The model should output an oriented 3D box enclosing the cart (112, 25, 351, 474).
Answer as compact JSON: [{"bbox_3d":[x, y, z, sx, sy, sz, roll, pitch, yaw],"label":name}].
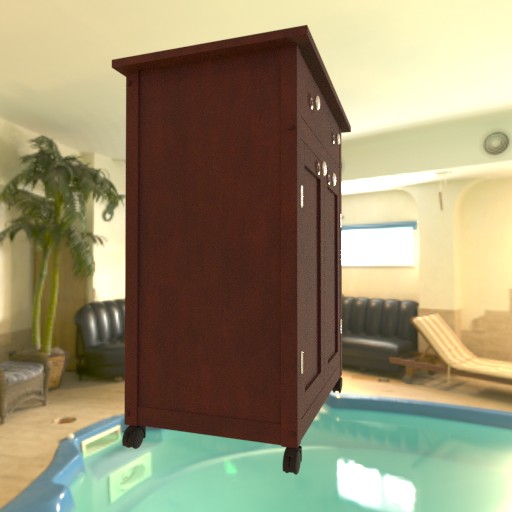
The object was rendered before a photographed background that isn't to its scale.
[{"bbox_3d":[0.000,0.000,1.228,0.442,0.864,0.683,0,-1,19],"label":"cart"}]
